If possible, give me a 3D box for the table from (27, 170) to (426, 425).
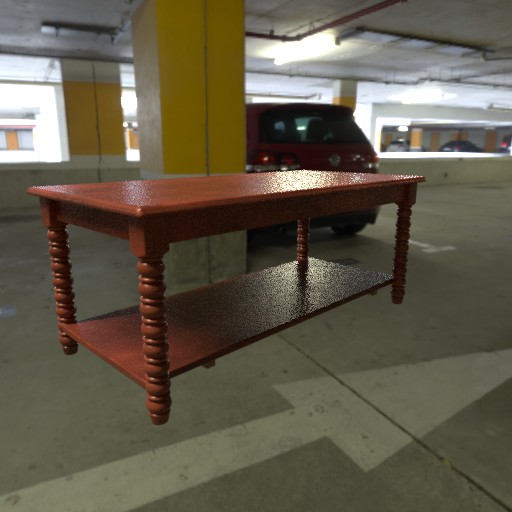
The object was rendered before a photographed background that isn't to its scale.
[{"bbox_3d":[0.000,0.000,1.450,1.171,0.485,0.580,-14,19,-43],"label":"table"}]
